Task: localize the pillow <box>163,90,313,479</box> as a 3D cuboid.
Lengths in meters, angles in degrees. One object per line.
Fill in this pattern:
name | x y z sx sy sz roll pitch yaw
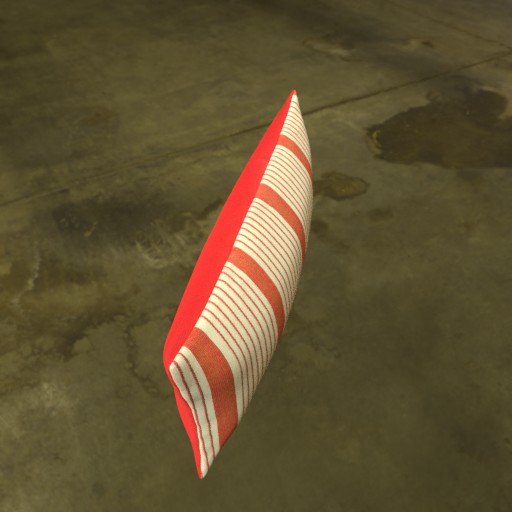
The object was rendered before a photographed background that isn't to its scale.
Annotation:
pillow | 0.000 0.000 0.720 0.151 0.297 0.608 10 46 10
